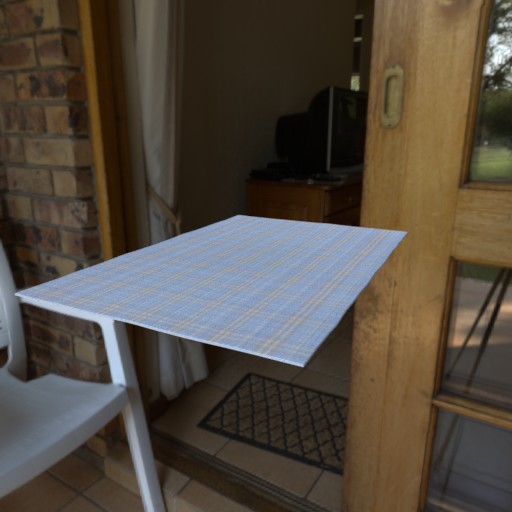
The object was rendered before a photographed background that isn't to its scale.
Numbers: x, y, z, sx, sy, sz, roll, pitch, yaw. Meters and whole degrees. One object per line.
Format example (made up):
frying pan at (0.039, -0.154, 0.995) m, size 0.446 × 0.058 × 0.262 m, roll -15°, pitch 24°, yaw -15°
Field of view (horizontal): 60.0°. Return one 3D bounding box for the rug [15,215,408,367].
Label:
rug at (0.000, 0.000, 2.275) m, size 1.231 × 0.012 × 1.835 m, roll 8°, pitch 18°, yaw 26°
